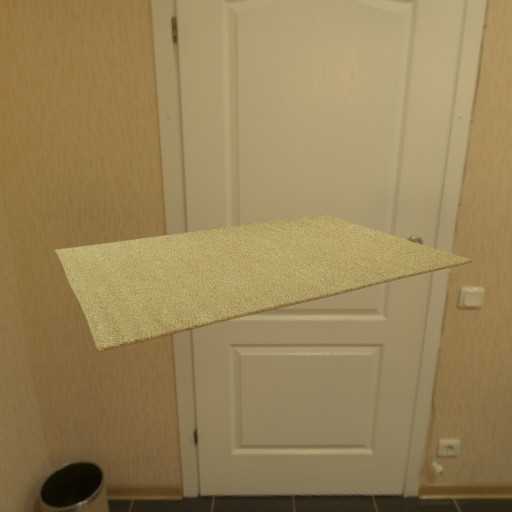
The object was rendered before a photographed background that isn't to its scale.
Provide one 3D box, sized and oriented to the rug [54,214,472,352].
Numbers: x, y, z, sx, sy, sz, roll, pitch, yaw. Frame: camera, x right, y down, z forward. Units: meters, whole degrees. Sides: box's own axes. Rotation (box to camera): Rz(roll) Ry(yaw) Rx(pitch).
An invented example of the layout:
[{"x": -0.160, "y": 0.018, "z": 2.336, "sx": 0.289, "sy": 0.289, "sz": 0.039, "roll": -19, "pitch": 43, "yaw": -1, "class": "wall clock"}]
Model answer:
[{"x": 0.000, "y": 0.000, "z": 3.435, "sx": 2.699, "sy": 0.025, "sz": 1.800, "roll": -10, "pitch": 20, "yaw": -28, "class": "rug"}]
